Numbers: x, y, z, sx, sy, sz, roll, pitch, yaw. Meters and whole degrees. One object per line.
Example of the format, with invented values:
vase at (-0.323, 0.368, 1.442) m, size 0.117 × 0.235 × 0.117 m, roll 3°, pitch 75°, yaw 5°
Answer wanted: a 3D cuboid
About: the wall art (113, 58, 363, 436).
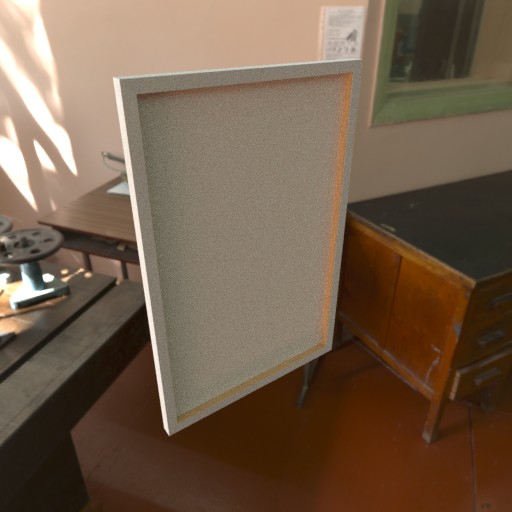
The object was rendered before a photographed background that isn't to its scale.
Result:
wall art at (0.000, 0.000, 1.156) m, size 0.607 × 0.912 × 0.038 m, roll -19°, pitch 34°, yaw -30°
